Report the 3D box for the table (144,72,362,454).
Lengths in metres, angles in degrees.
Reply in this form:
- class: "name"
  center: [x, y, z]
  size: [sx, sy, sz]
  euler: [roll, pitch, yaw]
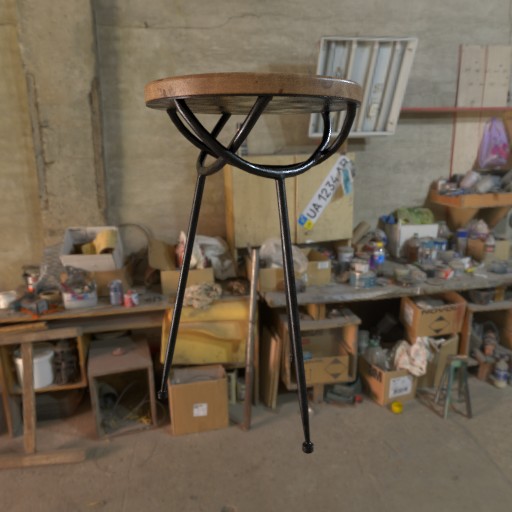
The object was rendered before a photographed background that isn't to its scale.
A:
- class: "table"
  center: [0.000, 0.000, 0.935]
  size: [0.414, 0.664, 0.418]
  euler: [13, 19, 42]
